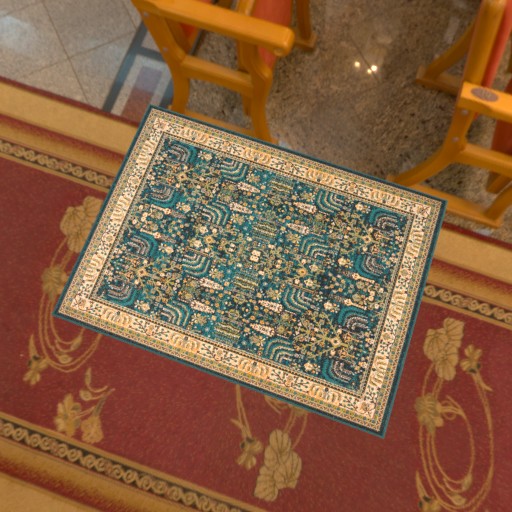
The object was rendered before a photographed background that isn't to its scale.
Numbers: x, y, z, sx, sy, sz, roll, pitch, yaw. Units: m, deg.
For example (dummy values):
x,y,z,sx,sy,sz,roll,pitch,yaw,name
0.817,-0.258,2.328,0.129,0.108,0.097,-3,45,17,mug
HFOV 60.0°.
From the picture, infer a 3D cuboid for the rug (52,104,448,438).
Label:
x,y,z,sx,sy,sz,roll,pitch,yaw,name
0.000,0.000,4.043,3.044,0.015,2.226,19,77,5,rug
